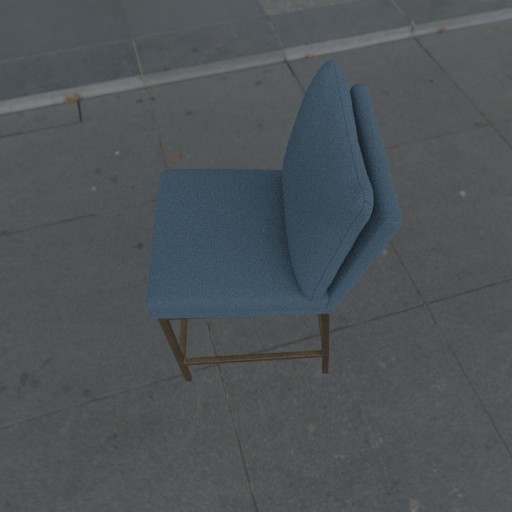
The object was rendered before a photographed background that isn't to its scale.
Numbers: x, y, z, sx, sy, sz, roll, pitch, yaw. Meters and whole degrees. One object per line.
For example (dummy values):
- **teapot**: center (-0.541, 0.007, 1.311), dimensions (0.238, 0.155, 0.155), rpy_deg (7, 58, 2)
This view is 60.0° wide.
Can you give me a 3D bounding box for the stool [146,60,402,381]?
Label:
- **stool**: center (0.000, 0.000, 1.343), dimensions (0.568, 1.032, 0.463), rpy_deg (-2, 58, -1)
